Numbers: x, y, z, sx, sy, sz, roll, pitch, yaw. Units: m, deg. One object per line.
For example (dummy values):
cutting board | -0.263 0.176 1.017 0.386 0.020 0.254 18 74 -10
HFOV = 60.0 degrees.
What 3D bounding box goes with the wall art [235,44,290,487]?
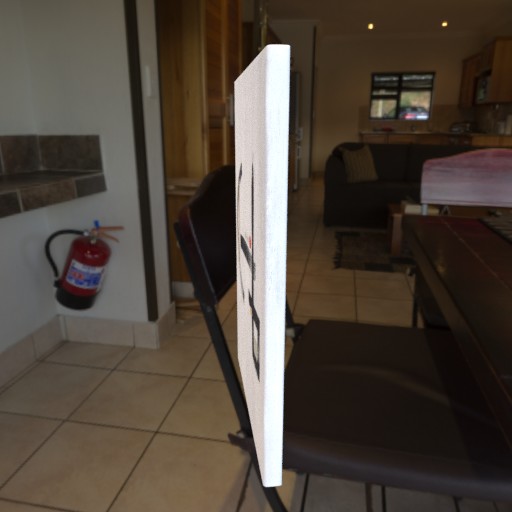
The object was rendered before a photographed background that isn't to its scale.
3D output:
wall art | 0.000 0.000 1.162 0.048 0.916 0.602 -2 16 -7
